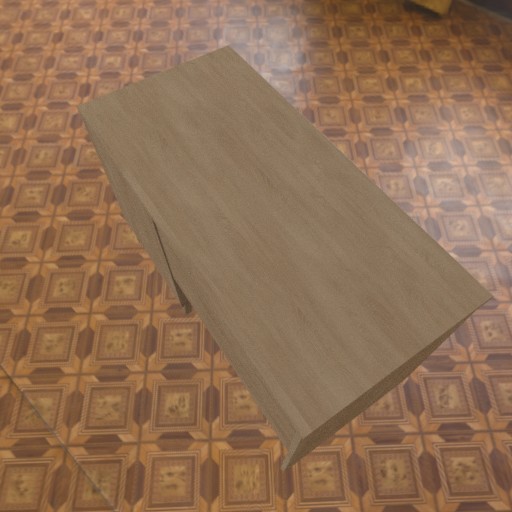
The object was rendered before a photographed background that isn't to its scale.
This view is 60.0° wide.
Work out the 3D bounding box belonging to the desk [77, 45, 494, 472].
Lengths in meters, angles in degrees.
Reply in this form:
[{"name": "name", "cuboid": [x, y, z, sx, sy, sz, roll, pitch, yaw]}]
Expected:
[{"name": "desk", "cuboid": [0.000, 0.000, 1.624, 0.600, 0.770, 1.251, -30, 63, -17]}]
